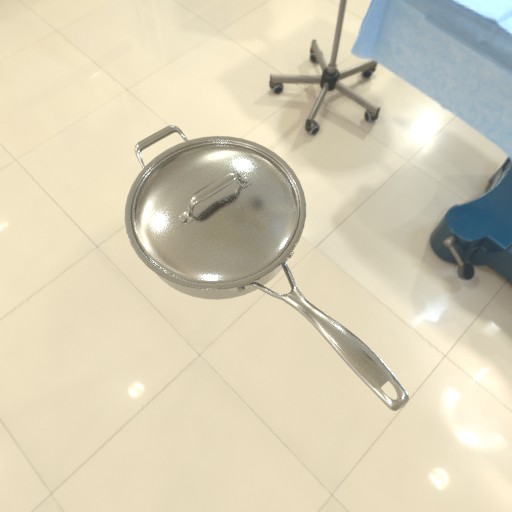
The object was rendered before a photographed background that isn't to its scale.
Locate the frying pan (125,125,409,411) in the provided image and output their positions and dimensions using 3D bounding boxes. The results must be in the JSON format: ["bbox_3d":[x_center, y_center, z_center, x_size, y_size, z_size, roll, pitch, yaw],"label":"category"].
[{"bbox_3d":[0.000,0.000,0.579,0.245,0.111,0.492,-35,68,-16],"label":"frying pan"}]
